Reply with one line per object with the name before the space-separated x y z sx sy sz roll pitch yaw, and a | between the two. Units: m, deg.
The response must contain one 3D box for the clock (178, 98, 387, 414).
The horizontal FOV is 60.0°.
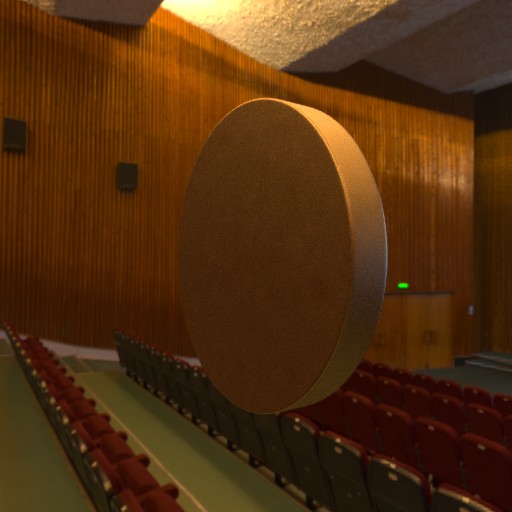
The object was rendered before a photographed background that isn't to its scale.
clock | 0.000 0.000 0.468 0.040 0.314 0.314 0 -1 -34
